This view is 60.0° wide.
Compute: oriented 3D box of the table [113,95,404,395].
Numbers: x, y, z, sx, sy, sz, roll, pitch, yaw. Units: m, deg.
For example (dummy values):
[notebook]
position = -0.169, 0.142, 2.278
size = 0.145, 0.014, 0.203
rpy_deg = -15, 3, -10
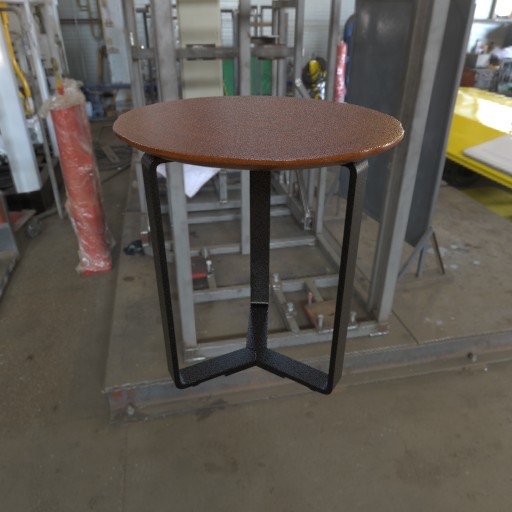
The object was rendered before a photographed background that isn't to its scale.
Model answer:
[table]
position = 0.000, 0.000, 0.745
size = 0.410, 0.450, 0.380
rpy_deg = 18, 34, 28
